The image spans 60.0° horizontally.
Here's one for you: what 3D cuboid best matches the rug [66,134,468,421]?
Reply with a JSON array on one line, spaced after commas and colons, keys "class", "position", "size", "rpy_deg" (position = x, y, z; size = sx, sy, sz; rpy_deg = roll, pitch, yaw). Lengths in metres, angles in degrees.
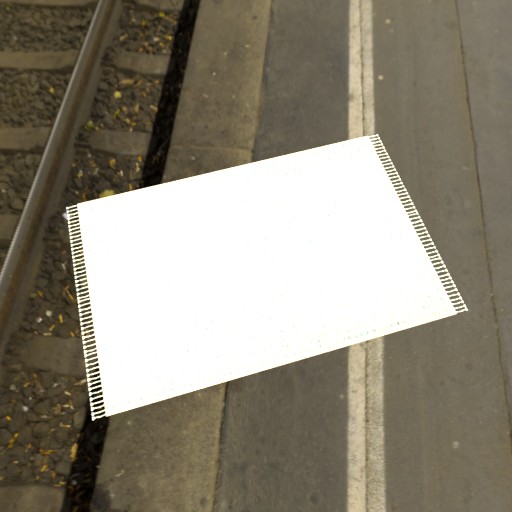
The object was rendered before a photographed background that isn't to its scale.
[{"class": "rug", "position": [0.000, 0.000, 3.058], "size": [2.438, 0.010, 1.524], "rpy_deg": [-15, 66, -7]}]
